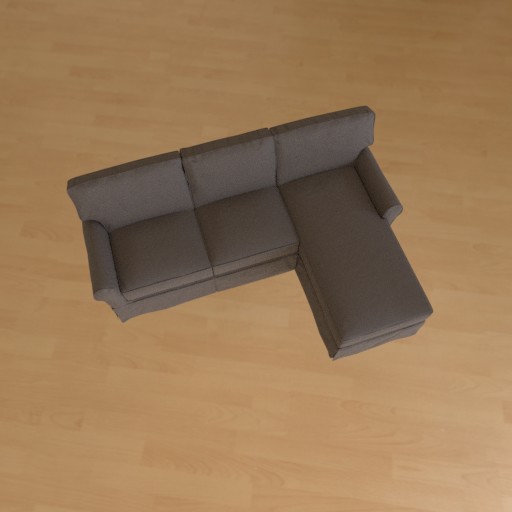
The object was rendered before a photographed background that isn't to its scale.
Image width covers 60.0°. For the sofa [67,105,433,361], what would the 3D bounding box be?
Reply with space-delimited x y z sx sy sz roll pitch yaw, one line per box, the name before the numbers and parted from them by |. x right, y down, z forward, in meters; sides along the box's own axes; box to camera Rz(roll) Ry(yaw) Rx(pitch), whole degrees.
sofa | 0.000 0.000 3.432 2.475 0.978 1.733 -16 65 -8
